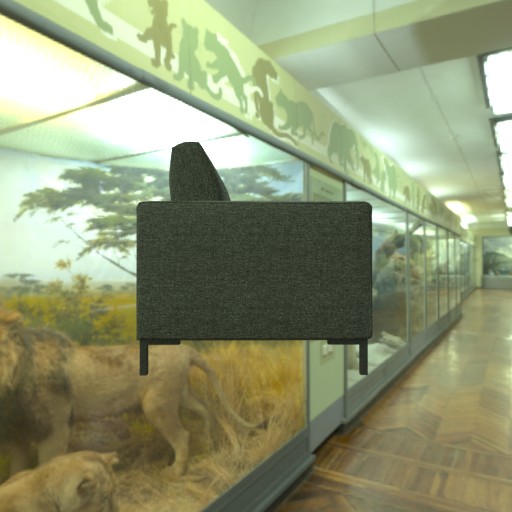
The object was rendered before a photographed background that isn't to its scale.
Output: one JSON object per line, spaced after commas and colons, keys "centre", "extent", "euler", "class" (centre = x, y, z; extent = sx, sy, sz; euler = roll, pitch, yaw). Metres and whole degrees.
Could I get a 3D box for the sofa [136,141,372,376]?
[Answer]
{"centre": [0.000, 0.000, 2.686], "extent": [0.876, 0.879, 2.253], "euler": [0, -1, 0], "class": "sofa"}
